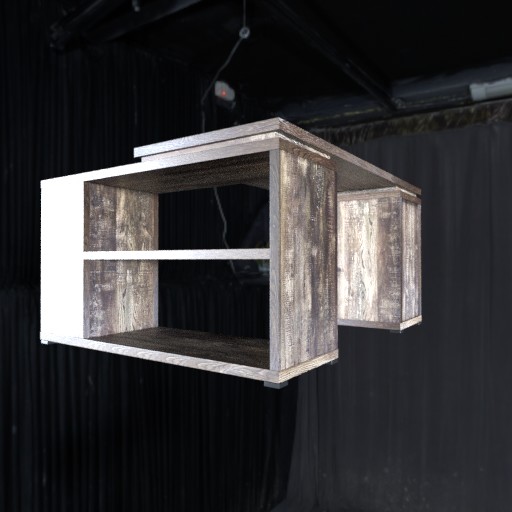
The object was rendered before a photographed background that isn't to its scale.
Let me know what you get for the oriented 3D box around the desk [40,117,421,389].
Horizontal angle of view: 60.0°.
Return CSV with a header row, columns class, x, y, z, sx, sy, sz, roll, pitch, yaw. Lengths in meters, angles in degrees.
class,x,y,z,sx,sy,sz,roll,pitch,yaw
desk,0.000,0.000,2.195,1.200,0.753,1.524,0,-1,34
